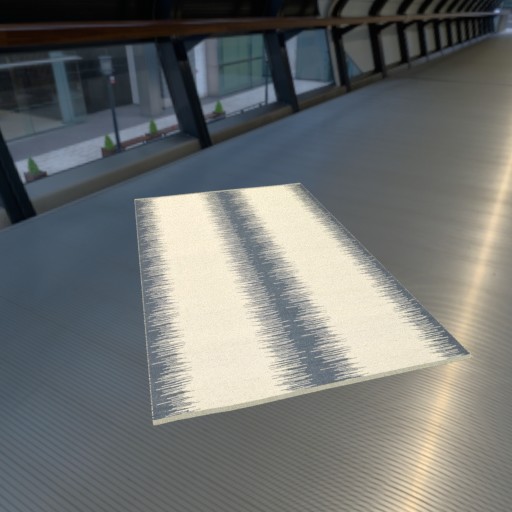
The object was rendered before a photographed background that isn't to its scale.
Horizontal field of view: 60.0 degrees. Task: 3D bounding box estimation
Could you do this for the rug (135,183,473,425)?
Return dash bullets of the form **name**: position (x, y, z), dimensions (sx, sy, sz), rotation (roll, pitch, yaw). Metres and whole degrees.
- **rug**: position (0.000, 0.000, 2.984), dimensions (1.519, 0.003, 2.453), rotation (-8, 31, -13)
